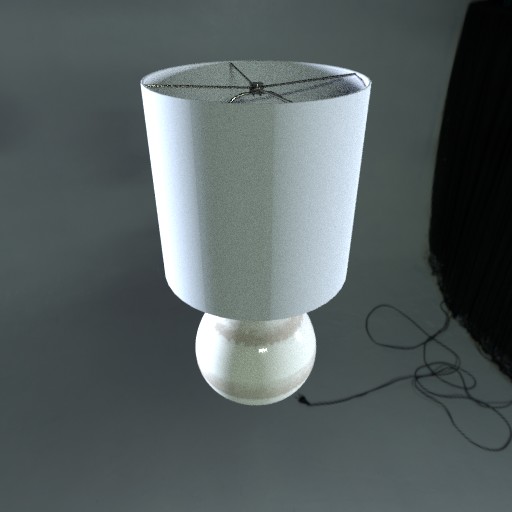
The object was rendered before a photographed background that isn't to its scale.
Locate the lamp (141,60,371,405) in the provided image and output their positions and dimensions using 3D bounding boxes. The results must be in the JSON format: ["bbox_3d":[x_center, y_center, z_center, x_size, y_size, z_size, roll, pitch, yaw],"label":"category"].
[{"bbox_3d":[0.000,0.000,0.532,0.217,0.404,0.217,-9,33,-14],"label":"lamp"}]
